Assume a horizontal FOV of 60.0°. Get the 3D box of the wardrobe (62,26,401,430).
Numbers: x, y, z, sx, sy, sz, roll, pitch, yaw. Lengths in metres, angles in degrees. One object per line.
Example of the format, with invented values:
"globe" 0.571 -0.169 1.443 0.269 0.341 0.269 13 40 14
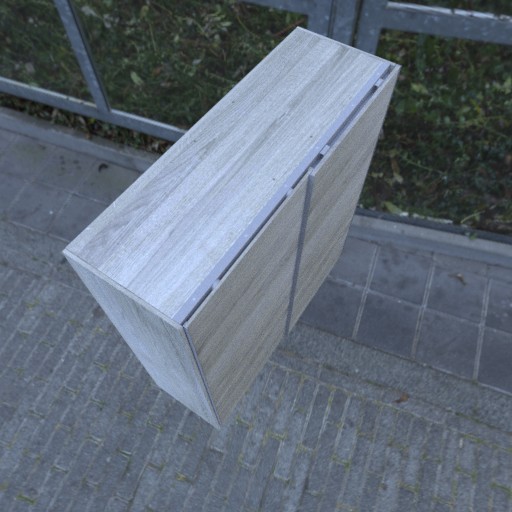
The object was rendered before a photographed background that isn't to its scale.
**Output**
"wardrobe" 0.000 0.000 2.844 0.629 1.960 1.780 30 63 17
